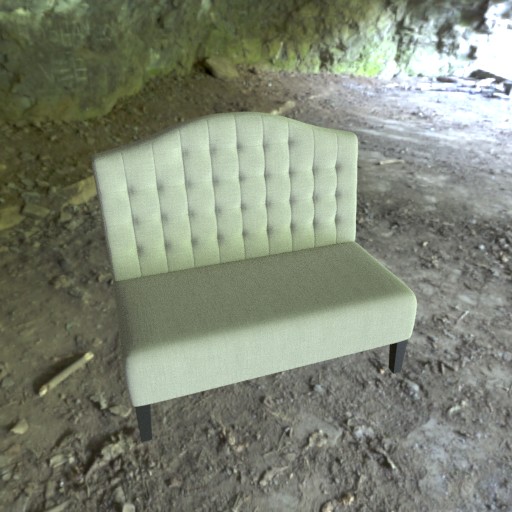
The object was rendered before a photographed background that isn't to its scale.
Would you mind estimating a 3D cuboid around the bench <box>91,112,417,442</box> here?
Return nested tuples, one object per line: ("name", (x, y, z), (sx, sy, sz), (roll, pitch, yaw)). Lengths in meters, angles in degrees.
("bench", (0.000, 0.000, 2.103), (1.335, 1.180, 0.815), (-10, 31, -16))
